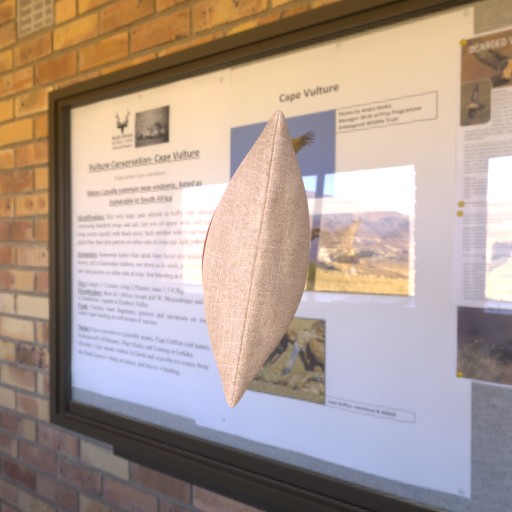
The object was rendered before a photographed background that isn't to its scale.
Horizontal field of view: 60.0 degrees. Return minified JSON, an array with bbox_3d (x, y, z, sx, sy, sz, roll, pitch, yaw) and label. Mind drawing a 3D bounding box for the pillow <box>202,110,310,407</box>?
[{"bbox_3d":[0.000,0.000,0.721,0.155,0.282,0.612,0,1,1],"label":"pillow"}]
